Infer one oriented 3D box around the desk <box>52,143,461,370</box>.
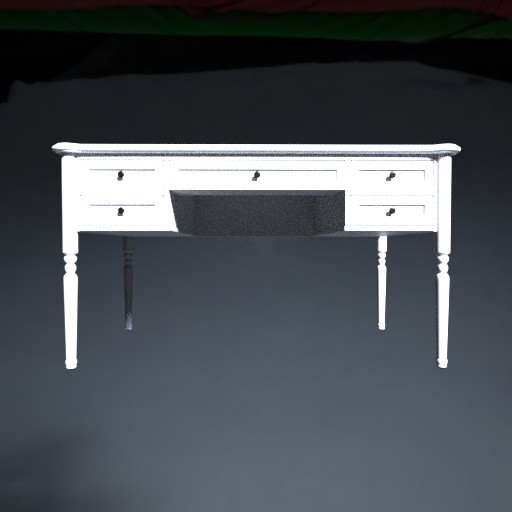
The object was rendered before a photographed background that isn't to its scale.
[{"bbox_3d":[0.000,0.000,1.871,1.380,0.762,0.807,0,1,-1],"label":"desk"}]
